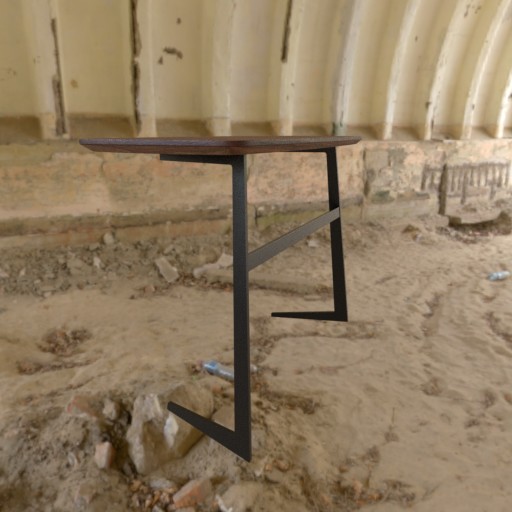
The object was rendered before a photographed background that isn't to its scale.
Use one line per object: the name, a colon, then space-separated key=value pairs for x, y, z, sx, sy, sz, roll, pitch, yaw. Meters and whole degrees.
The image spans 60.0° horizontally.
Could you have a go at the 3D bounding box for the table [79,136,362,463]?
table: x=0.000 y=0.000 z=1.111 sx=0.361 sy=0.576 sz=0.804 roll=7 pitch=17 yaw=25
